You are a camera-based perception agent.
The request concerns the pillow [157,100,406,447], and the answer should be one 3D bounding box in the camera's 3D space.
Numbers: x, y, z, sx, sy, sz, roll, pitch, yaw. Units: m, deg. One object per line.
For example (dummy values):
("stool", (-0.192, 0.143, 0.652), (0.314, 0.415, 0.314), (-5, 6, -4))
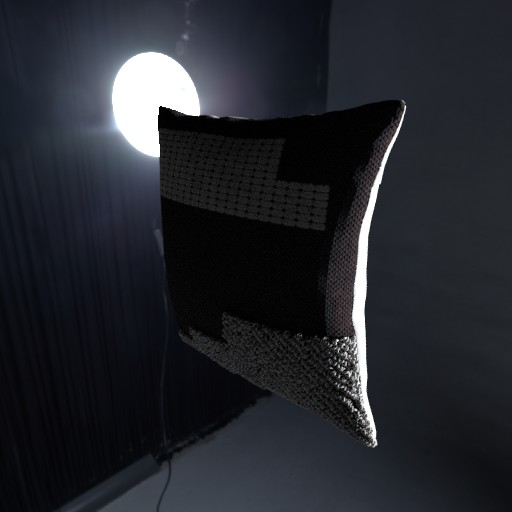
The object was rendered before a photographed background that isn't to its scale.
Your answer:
("pillow", (0.000, 0.000, 0.717), (0.475, 0.473, 0.178), (15, 23, 41))
